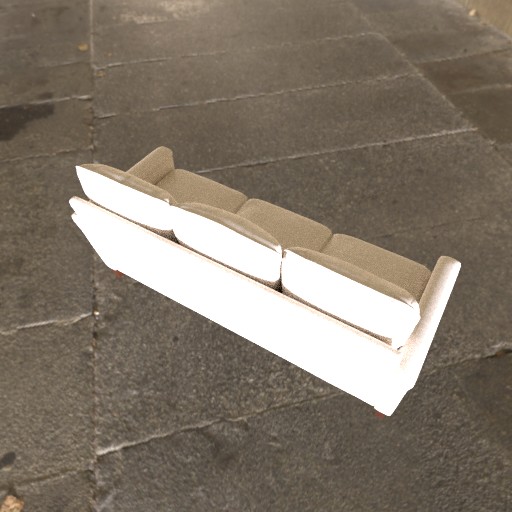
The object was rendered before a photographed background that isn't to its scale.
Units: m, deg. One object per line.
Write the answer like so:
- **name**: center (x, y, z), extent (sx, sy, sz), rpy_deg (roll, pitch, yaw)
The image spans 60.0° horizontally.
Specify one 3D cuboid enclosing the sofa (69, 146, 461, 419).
- **sofa**: center (0.000, 0.000, 2.413), extent (1.925, 0.961, 0.828), rpy_deg (24, 53, 20)
